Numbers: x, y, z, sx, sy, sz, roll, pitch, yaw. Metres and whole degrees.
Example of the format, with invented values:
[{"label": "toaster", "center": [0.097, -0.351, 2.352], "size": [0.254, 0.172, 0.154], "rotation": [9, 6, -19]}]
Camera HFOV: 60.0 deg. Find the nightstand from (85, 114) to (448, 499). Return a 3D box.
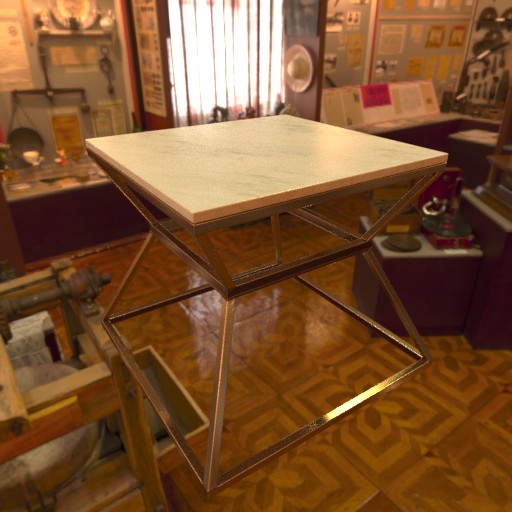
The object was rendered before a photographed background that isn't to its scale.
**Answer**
[{"label": "nightstand", "center": [0.000, 0.000, 0.860], "size": [0.513, 0.426, 0.514], "rotation": [-17, 32, -30]}]
